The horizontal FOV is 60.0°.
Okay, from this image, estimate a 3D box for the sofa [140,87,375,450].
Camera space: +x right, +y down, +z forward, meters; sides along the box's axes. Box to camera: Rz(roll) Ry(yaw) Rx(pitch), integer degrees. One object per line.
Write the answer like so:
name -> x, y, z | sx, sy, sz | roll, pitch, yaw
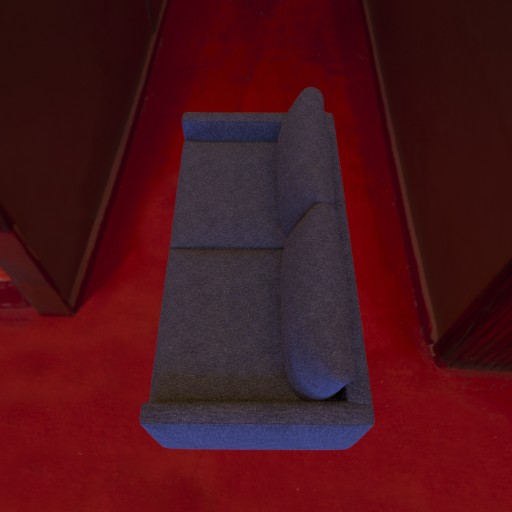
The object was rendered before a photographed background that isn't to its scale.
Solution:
sofa -> 0.000, 0.000, 2.195 | 0.866, 0.862, 1.716 | 0, 57, 0
